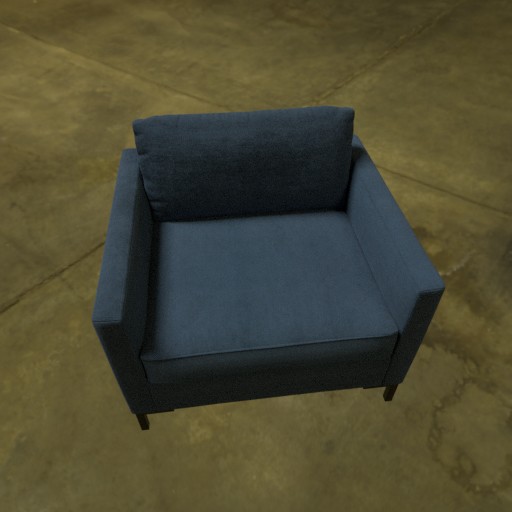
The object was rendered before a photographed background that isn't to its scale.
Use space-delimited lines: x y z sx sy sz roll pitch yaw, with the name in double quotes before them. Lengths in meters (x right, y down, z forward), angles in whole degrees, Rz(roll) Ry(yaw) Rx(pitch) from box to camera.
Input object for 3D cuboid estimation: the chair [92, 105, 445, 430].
"chair" 0.000 0.000 1.584 0.964 0.812 0.875 -5 44 -5
